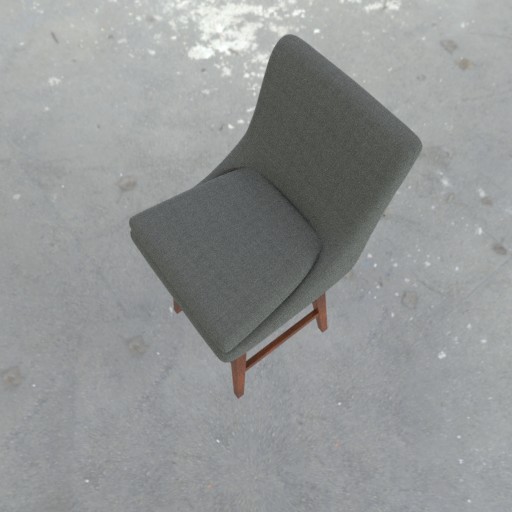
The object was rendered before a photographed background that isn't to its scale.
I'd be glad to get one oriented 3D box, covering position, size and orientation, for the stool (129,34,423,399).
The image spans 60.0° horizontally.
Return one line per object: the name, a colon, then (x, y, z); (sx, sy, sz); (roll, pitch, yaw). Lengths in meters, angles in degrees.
stool: (0.000, 0.000, 1.257); (0.524, 0.977, 0.447); (-34, 68, -16)
